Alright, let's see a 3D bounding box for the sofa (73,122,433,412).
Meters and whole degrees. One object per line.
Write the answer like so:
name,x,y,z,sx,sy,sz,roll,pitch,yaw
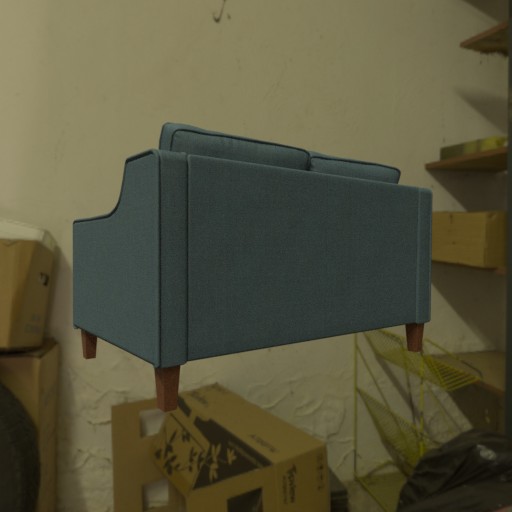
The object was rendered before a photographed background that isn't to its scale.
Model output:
sofa,0.000,0.000,2.192,1.501,0.971,0.987,-1,1,-37
